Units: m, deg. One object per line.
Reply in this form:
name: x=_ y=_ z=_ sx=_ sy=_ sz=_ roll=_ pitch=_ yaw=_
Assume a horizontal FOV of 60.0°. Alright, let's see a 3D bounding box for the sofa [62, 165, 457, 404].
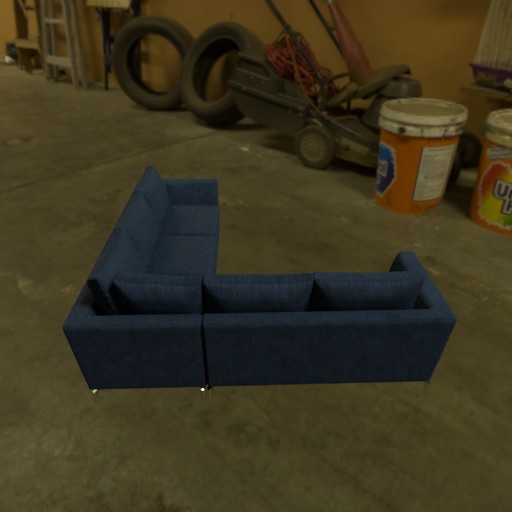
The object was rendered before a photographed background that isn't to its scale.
sofa: x=0.000 y=0.000 z=3.934 sx=2.472 sy=0.988 sz=2.463 roll=-1 pitch=31 yaw=-2
